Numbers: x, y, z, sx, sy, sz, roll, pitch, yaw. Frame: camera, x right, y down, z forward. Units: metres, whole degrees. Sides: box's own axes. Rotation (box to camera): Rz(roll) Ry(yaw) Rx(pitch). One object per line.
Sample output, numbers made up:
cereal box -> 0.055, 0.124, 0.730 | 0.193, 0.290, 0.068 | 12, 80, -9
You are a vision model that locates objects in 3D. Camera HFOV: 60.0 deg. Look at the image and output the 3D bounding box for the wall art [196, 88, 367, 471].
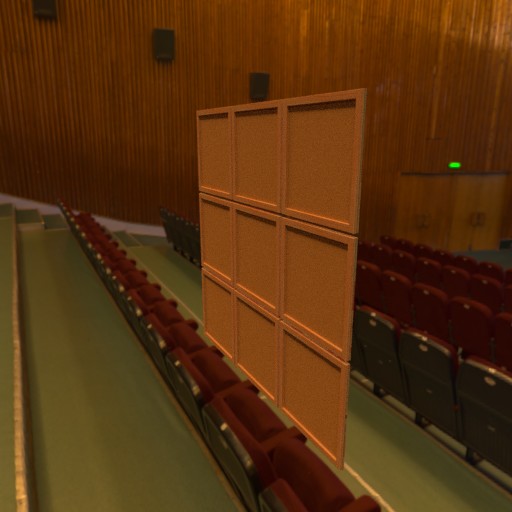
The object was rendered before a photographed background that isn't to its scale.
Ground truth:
wall art -> 0.000, 0.000, 1.392 | 0.012, 0.910, 0.911 | -8, 17, -27
